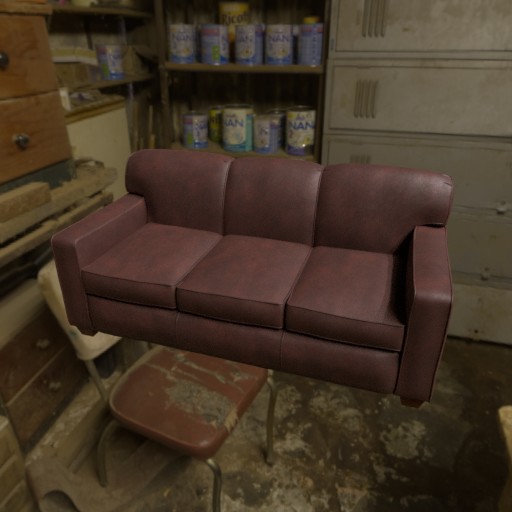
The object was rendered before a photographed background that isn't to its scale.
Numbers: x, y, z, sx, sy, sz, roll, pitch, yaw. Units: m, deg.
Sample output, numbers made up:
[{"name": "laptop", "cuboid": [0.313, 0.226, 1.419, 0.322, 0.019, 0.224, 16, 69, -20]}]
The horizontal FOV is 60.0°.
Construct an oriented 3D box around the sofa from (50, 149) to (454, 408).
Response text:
[{"name": "sofa", "cuboid": [0.000, 0.000, 2.536, 2.039, 0.953, 1.008, 8, 27, 16]}]
